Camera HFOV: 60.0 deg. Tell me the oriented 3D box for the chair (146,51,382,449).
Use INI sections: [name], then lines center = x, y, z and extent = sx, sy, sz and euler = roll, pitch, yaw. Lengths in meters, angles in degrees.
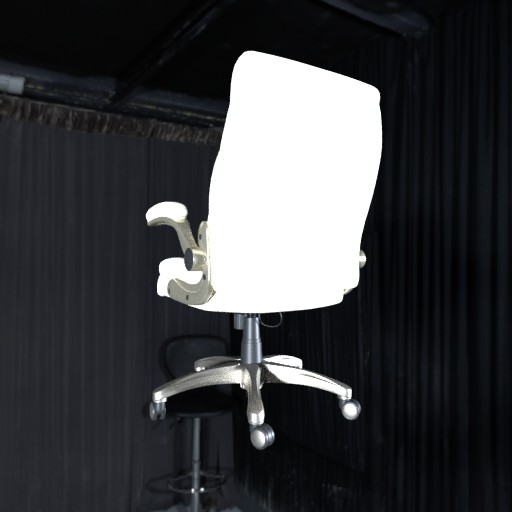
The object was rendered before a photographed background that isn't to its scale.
[chair]
center = 0.000, 0.000, 1.614
extent = 0.740, 1.110, 0.794
euler = 0, 0, -36
